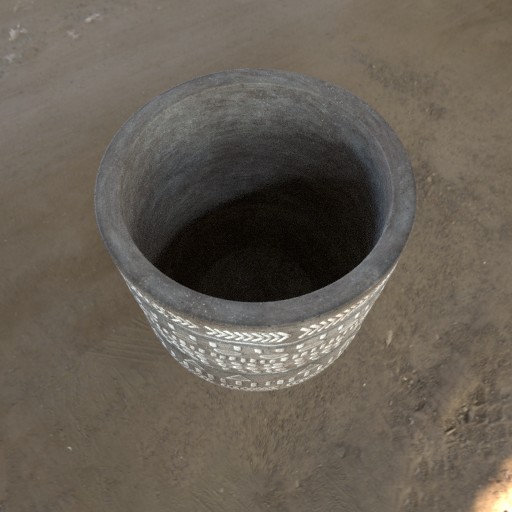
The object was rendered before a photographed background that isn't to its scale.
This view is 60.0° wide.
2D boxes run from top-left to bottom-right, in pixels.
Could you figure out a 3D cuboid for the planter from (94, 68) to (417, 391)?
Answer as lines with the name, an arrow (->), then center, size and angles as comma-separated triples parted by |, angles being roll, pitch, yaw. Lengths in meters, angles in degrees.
planter -> 0.000, 0.000, 0.222 | 0.122, 0.128, 0.122 | 0, 61, 0
